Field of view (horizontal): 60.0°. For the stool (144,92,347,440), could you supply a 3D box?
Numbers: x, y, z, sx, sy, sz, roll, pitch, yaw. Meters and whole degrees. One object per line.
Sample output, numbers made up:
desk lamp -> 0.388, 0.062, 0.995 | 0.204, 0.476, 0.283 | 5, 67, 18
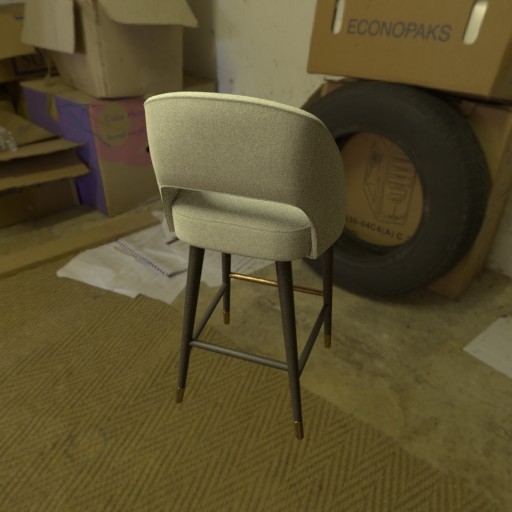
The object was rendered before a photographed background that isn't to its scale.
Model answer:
stool -> 0.000, 0.000, 1.336 | 0.494, 1.037, 0.509 | 11, 34, 16
